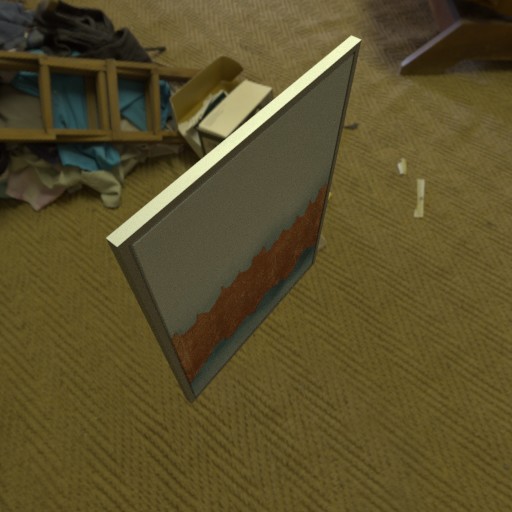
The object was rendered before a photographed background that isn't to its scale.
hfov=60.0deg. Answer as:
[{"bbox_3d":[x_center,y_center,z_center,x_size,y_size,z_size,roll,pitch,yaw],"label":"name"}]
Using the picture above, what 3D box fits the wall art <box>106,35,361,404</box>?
[{"bbox_3d":[0.000,0.000,1.368,0.034,1.042,0.789,34,64,20],"label":"wall art"}]
